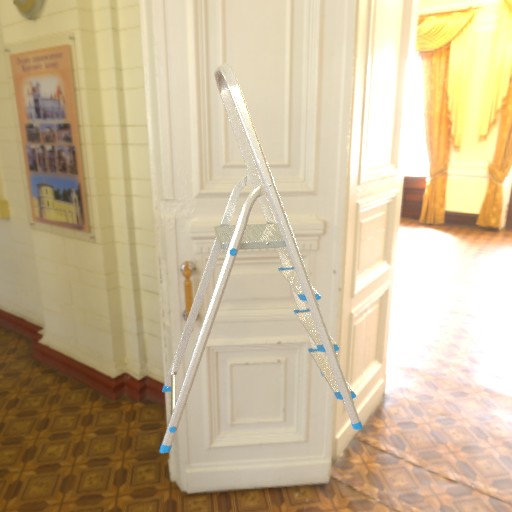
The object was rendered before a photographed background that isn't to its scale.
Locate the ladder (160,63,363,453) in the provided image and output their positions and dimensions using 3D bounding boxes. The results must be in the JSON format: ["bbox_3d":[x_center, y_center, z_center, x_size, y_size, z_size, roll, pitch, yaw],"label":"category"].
[{"bbox_3d":[0.000,0.000,1.807,0.842,1.434,0.445,-3,17,-10],"label":"ladder"}]
